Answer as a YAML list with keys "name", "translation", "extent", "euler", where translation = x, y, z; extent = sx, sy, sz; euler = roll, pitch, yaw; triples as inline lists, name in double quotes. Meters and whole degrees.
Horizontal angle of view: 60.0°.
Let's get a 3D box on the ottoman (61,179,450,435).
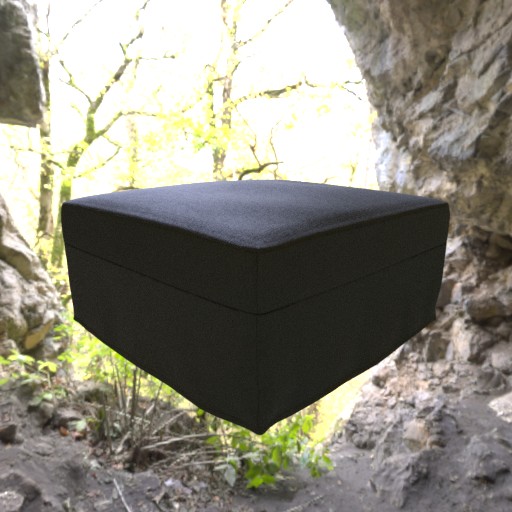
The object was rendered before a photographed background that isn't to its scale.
- name: "ottoman"
  translation: [0.000, 0.000, 1.339]
  extent: [0.842, 0.441, 0.843]
  euler: [14, 21, 43]
